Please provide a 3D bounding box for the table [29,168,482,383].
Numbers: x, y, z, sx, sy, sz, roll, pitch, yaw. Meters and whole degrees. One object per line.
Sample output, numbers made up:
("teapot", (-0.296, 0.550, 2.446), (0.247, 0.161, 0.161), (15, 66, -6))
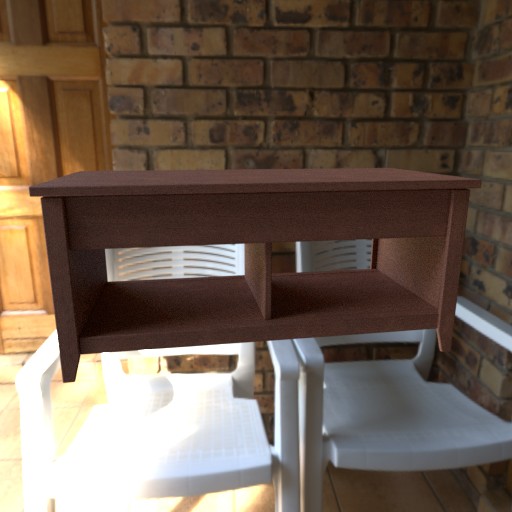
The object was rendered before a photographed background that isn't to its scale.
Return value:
("table", (0.000, 0.000, 1.266), (1.016, 0.457, 0.483), (-2, 15, -9))
